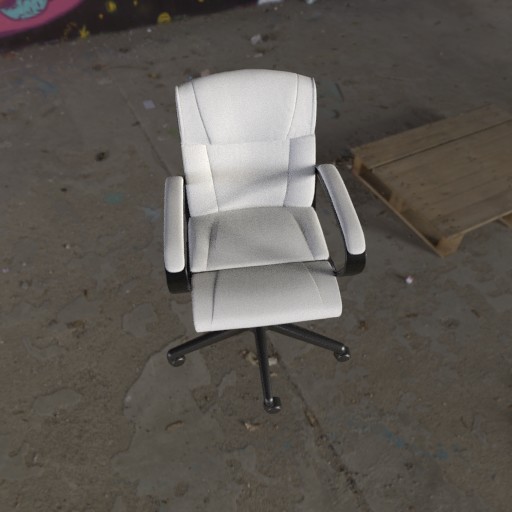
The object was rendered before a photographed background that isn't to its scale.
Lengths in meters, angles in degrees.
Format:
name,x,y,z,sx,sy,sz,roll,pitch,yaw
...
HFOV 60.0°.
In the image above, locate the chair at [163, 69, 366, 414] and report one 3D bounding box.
name,x,y,z,sx,sy,sz,roll,pitch,yaw
chair,0.000,0.000,1.531,0.739,1.004,0.717,-5,48,-5
